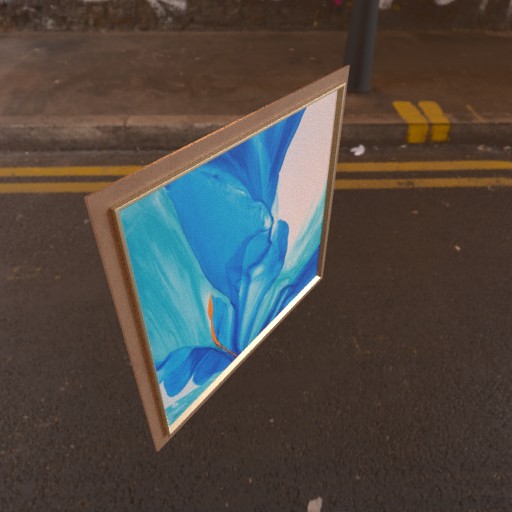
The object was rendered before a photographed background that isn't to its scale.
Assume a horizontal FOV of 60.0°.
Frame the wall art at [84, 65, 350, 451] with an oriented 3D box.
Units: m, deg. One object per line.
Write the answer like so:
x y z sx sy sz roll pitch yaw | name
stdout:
0.000 0.000 1.623 0.025 1.067 1.168 25 46 28 | wall art
